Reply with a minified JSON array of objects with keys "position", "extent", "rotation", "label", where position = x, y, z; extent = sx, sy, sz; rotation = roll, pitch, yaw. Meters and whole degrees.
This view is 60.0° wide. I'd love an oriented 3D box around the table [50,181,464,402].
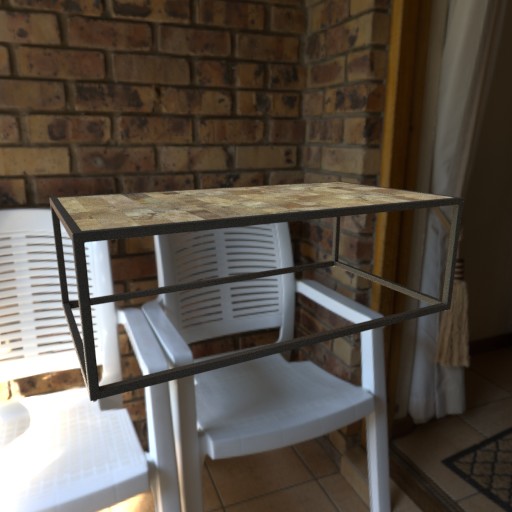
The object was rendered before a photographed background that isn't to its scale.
[{"position":[0.000,0.000,1.508],"extent":[1.199,0.398,0.649],"rotation":[-8,17,-27],"label":"table"}]
